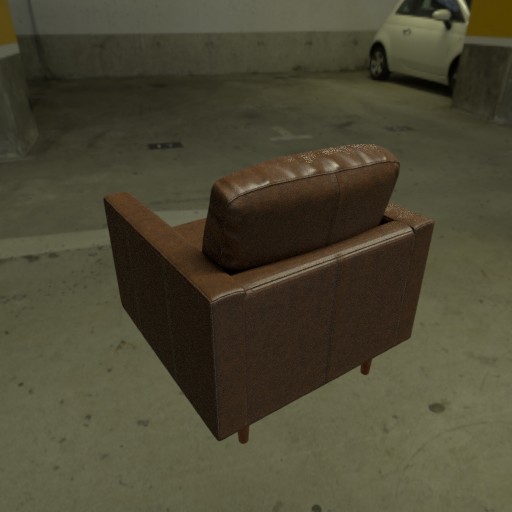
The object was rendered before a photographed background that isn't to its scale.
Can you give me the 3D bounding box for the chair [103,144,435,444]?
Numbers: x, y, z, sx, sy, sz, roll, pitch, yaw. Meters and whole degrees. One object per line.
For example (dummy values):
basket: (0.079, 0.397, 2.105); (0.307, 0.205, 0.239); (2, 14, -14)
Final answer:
chair: (0.000, 0.000, 1.740); (0.890, 0.956, 0.909); (-18, 33, -29)
